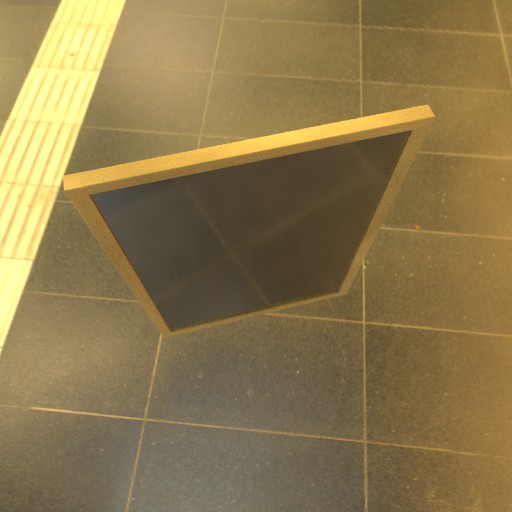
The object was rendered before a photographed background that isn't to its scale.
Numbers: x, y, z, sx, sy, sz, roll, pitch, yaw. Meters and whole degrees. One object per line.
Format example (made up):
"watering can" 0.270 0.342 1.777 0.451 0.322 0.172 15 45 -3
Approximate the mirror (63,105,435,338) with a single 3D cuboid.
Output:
"mirror" 0.000 0.000 1.348 0.762 1.016 0.040 -13 64 -6
